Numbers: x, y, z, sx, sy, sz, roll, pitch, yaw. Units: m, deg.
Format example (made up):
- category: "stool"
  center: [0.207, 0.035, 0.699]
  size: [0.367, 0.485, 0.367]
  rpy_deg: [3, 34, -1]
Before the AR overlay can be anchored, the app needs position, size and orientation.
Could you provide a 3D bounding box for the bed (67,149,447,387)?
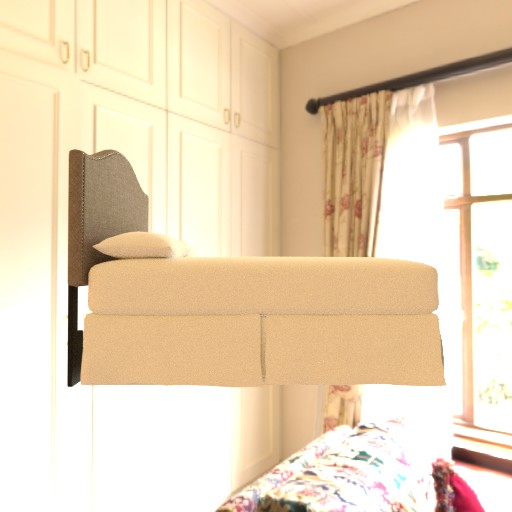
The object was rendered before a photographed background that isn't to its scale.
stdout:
- category: "bed"
  center: [0.000, 0.000, 3.270]
  size: [2.153, 1.518, 1.713]
  rpy_deg: [0, -1, -1]
